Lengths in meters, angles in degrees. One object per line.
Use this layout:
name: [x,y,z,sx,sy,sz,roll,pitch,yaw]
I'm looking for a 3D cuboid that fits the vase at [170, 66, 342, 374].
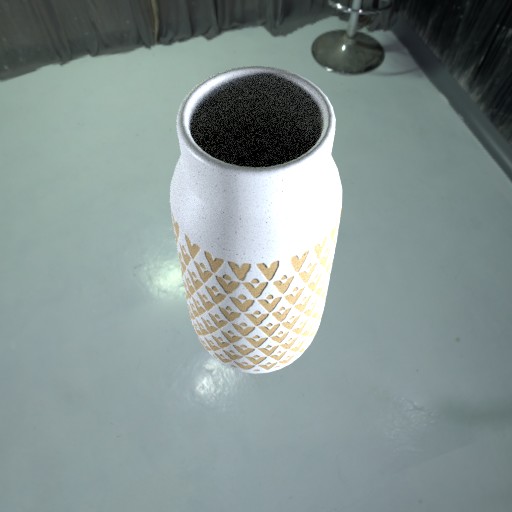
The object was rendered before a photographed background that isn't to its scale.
vase: [0.000,0.000,0.381,0.137,0.307,0.137,0,58,0]
